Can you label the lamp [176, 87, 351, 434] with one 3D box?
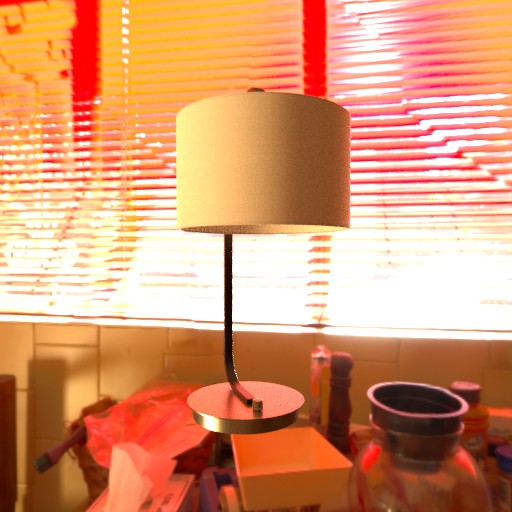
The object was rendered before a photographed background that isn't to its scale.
[{"bbox_3d":[0.000,0.000,0.621,0.230,0.473,0.288,0,0,-20],"label":"lamp"}]
